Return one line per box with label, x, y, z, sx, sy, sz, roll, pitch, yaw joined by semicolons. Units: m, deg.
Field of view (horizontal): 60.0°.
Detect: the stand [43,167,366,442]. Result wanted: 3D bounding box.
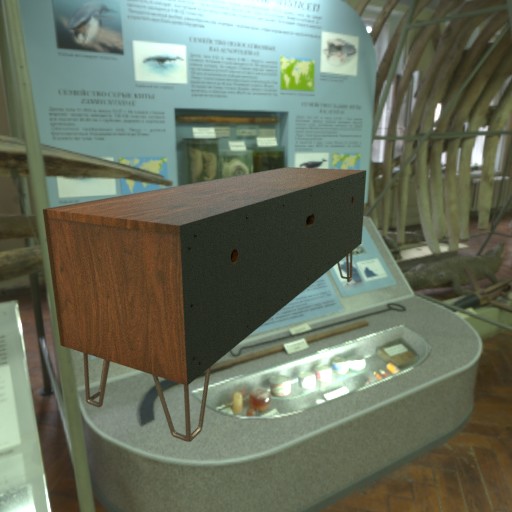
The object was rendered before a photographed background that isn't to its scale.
stand;0.000;0.000;1.868;0.481;0.610;1.626;8;18;27
